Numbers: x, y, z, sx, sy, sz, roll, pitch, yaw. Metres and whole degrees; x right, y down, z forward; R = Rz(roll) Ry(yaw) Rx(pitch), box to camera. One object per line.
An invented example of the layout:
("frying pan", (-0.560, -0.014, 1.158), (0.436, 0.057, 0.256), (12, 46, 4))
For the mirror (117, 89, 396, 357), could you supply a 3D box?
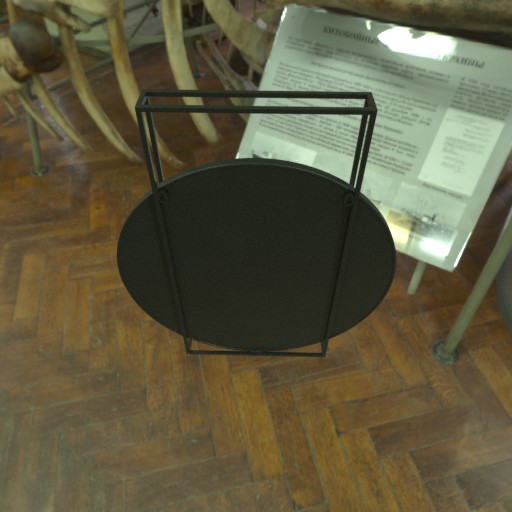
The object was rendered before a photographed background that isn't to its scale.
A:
("mirror", (0.000, 0.000, 0.808), (0.508, 0.603, 0.051), (1, 46, 1))
